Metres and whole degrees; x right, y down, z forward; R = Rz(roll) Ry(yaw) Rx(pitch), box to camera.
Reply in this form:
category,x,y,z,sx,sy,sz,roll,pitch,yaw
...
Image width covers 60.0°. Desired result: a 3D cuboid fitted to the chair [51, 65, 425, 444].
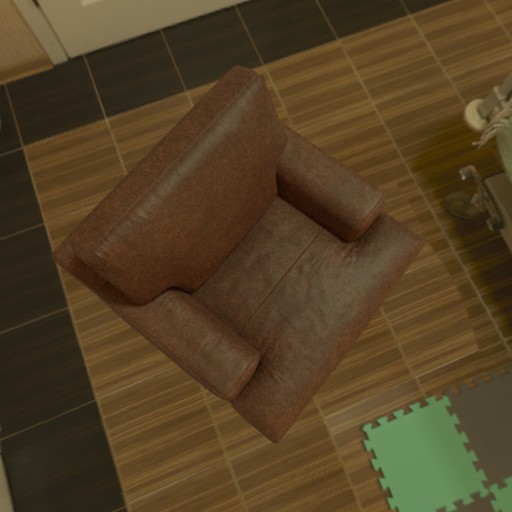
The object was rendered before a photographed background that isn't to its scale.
category,x,y,z,sx,sy,sz,roll,pitch,yaw
chair,0.000,0.000,1.969,1.143,0.939,1.168,38,78,10
